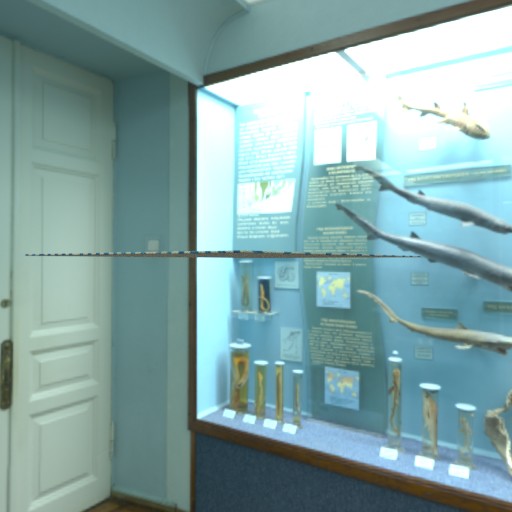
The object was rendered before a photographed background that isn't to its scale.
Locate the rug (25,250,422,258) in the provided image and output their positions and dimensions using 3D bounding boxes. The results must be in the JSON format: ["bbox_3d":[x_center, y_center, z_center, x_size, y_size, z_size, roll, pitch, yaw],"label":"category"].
[{"bbox_3d":[0.000,0.000,2.360,1.225,0.008,1.830,0,-1,36],"label":"rug"}]
